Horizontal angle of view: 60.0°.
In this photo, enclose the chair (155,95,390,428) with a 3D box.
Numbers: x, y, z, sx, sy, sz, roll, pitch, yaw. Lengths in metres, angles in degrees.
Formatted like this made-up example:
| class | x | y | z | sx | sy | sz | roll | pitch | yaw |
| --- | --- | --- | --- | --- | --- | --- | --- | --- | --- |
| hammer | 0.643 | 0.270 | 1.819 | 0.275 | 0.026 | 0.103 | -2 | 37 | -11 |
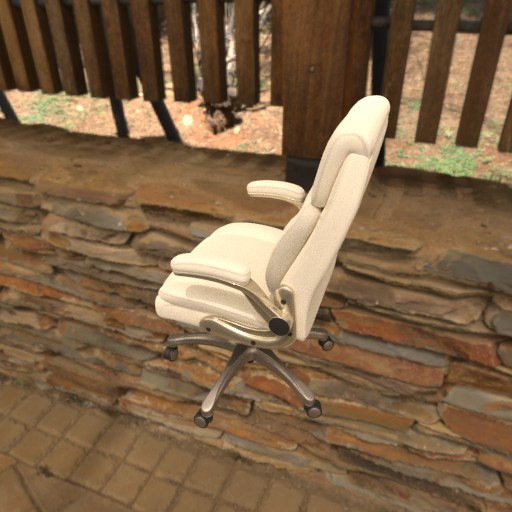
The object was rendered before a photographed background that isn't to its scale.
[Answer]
| class | x | y | z | sx | sy | sz | roll | pitch | yaw |
| --- | --- | --- | --- | --- | --- | --- | --- | --- | --- |
| chair | 0.000 | 0.000 | 1.628 | 0.794 | 1.110 | 0.740 | 8 | 31 | 14 |
